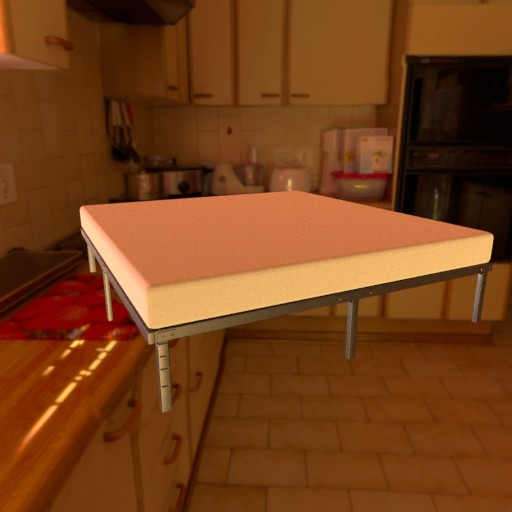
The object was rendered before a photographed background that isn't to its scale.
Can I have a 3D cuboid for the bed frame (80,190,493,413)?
[{"bbox_3d":[0.000,0.000,3.810,2.526,0.680,2.635,-8,18,-26],"label":"bed frame"}]
